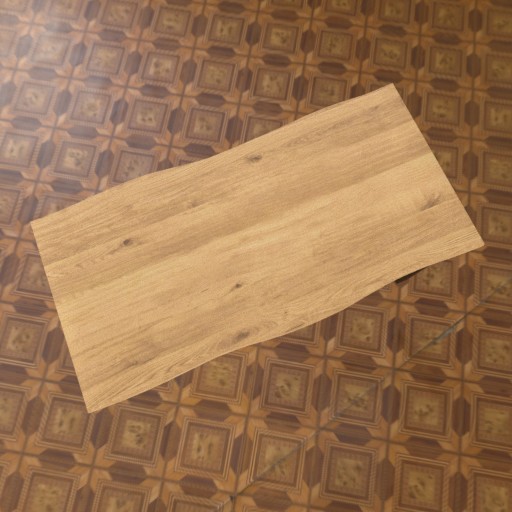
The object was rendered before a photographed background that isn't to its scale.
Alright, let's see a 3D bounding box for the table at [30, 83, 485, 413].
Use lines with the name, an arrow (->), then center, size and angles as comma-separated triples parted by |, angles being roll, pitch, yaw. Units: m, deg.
table -> 0.000, 0.000, 2.302 | 1.800, 0.780, 0.900 | -22, 76, -6
